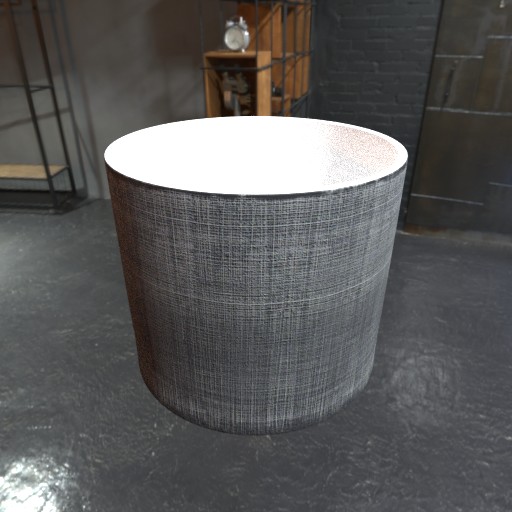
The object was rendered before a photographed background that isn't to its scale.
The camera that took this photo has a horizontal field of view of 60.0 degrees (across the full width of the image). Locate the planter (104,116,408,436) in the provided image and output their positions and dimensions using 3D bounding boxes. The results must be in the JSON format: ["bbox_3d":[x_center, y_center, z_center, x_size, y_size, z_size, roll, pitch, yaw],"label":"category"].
[{"bbox_3d":[0.000,0.000,0.438,0.254,0.221,0.254,0,28,0],"label":"planter"}]
